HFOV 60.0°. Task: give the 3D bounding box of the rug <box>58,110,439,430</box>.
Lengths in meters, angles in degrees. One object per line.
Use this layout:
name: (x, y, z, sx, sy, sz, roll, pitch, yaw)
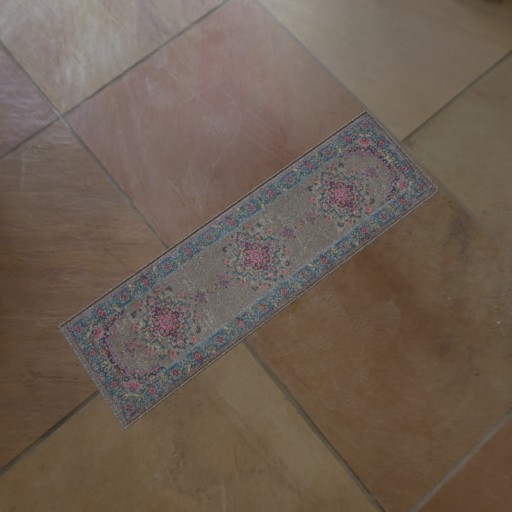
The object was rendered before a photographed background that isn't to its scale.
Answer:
rug: (0.000, 0.000, 2.079, 1.827, 0.012, 0.553, -36, 79, -8)
